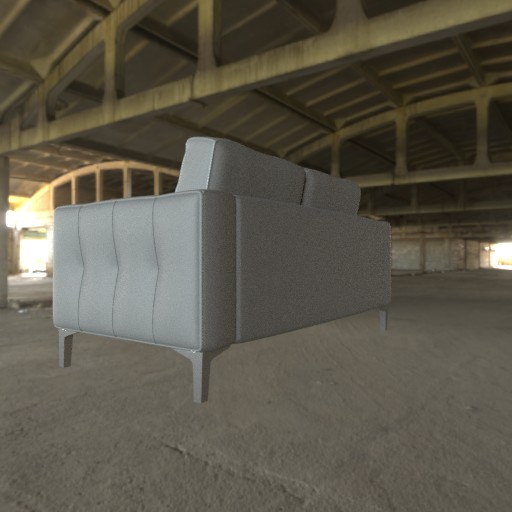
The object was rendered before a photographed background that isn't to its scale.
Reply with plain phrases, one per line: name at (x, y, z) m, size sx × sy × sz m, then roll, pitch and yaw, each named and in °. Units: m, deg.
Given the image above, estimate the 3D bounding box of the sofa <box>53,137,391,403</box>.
sofa at (0.000, 0.000, 2.230) m, size 0.833 × 0.893 × 1.726 m, roll 0°, pitch 0°, yaw 36°
